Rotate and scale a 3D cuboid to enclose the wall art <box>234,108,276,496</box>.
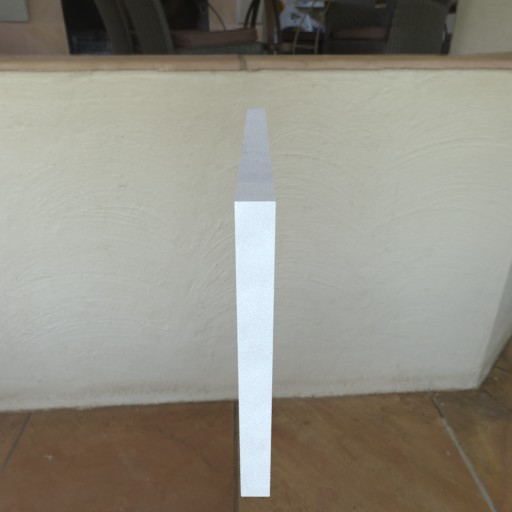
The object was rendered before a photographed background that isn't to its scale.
[{"bbox_3d":[0.000,0.000,0.767,0.038,0.407,0.609,0,26,0],"label":"wall art"}]
